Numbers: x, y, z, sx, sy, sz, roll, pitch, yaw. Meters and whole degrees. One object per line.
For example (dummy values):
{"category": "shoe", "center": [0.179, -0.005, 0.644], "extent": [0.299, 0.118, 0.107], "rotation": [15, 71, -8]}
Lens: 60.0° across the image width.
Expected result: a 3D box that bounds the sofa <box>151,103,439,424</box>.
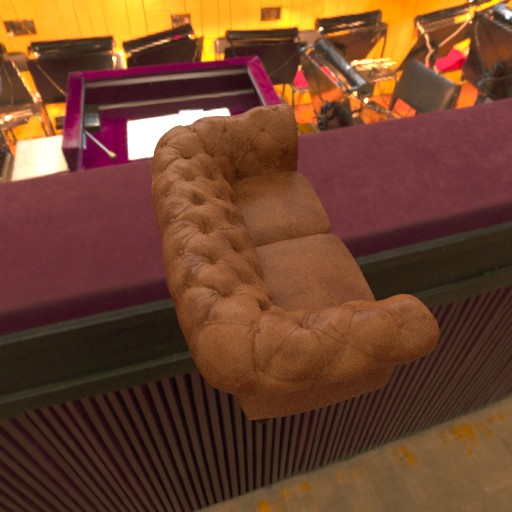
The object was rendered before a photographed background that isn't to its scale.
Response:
{"category": "sofa", "center": [0.000, 0.000, 2.586], "extent": [1.042, 0.877, 1.979], "rotation": [-11, 48, -10]}
